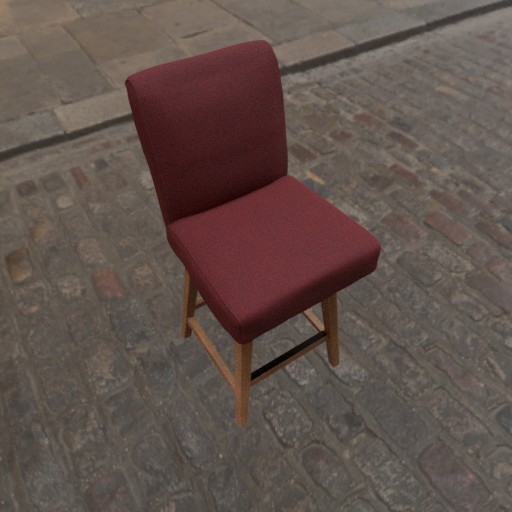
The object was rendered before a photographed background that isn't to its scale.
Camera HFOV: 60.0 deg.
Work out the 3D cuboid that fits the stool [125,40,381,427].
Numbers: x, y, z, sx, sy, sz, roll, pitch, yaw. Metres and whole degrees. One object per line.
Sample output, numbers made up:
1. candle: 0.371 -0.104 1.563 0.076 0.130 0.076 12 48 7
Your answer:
1. stool: 0.000 0.000 1.351 0.468 1.038 0.562 -26 53 -22
